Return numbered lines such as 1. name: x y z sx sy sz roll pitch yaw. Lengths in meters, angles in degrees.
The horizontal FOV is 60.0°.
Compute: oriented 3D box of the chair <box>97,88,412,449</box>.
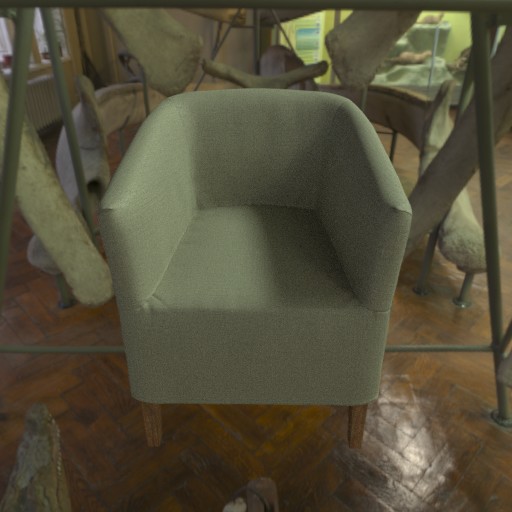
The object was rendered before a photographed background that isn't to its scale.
1. chair: 0.000 0.000 1.220 0.600 0.771 0.668 0 30 1
